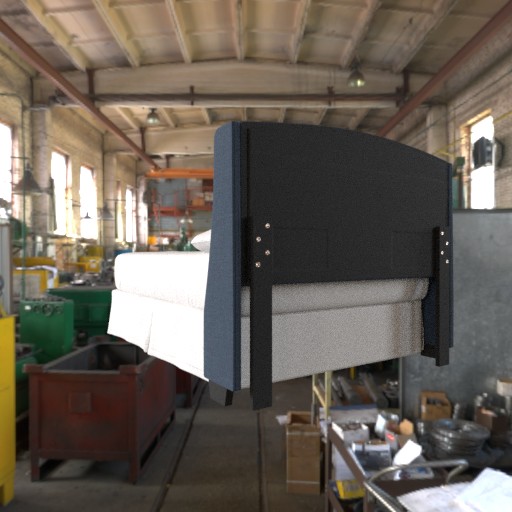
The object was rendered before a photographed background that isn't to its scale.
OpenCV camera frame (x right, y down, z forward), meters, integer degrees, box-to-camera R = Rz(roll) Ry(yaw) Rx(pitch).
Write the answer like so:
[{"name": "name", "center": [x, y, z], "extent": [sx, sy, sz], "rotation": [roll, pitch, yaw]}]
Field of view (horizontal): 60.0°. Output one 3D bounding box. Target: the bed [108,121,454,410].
[{"name": "bed", "center": [0.000, 0.000, 3.384], "extent": [1.710, 1.407, 2.237], "rotation": [0, 0, -34]}]
